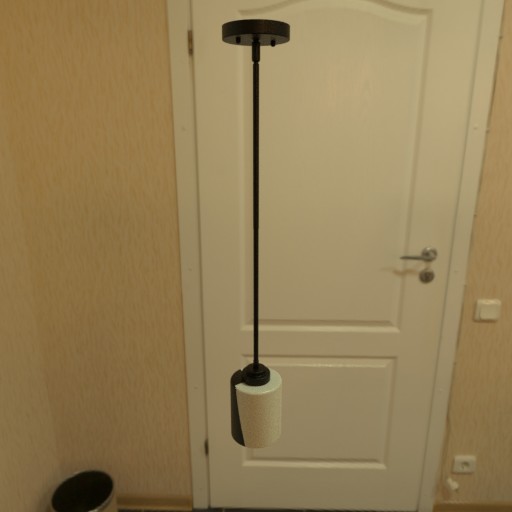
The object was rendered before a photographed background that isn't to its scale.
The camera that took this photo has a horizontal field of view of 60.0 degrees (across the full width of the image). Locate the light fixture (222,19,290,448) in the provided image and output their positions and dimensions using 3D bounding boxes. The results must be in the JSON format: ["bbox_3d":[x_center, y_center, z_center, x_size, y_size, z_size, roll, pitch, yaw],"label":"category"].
[{"bbox_3d":[0.000,0.000,0.923,0.123,0.863,0.123,-8,18,-26],"label":"light fixture"}]
